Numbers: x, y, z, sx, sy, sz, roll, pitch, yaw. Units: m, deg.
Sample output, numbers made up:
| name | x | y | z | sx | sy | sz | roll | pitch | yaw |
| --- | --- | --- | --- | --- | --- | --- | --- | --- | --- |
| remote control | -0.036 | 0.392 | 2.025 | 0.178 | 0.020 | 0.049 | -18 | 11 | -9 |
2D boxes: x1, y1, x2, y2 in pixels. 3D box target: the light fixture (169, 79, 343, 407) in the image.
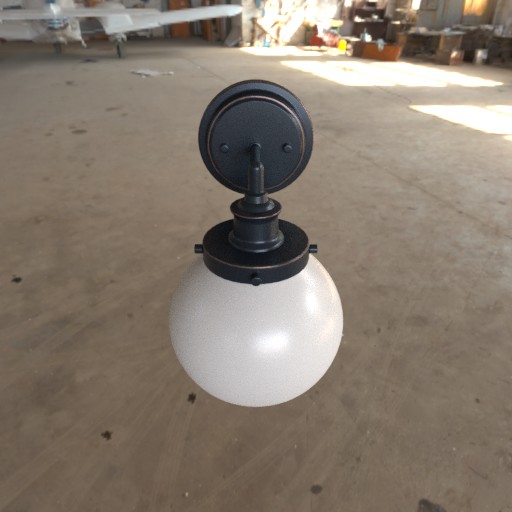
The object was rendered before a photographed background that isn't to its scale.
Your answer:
| name | x | y | z | sx | sy | sz | roll | pitch | yaw |
| --- | --- | --- | --- | --- | --- | --- | --- | --- | --- |
| light fixture | 0.000 | 0.000 | 0.488 | 0.197 | 0.332 | 0.230 | 0 | 30 | 0 |
